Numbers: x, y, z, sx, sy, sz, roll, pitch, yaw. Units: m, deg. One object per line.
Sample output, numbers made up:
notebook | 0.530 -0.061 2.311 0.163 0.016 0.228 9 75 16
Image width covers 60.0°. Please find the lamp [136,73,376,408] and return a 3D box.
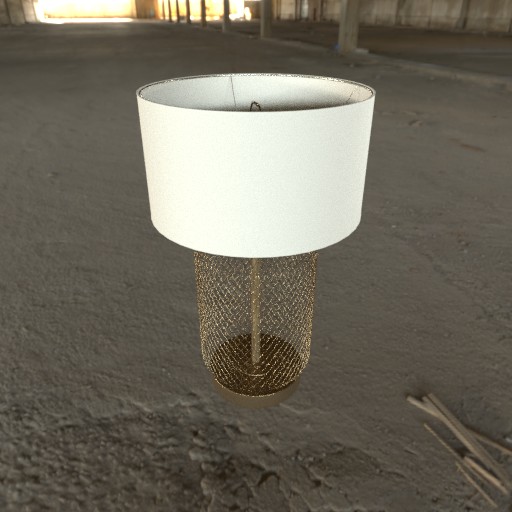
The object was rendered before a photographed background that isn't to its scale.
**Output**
lamp | 0.000 0.000 0.808 0.353 0.578 0.353 0 29 0
